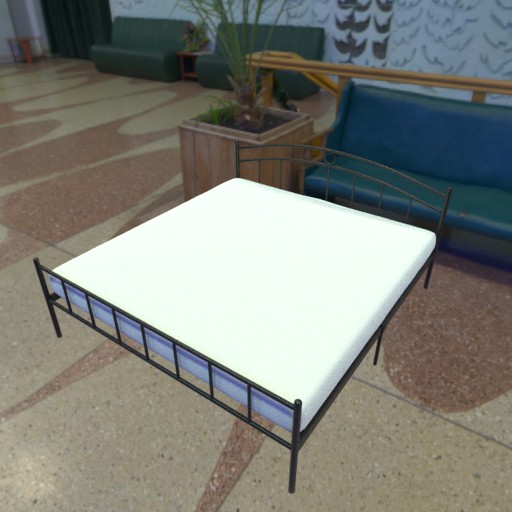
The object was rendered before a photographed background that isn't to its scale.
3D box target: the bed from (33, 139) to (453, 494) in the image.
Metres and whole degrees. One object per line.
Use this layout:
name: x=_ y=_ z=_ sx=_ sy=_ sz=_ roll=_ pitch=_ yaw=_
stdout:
bed: x=0.000 y=0.000 z=3.006 sx=1.880 sy=0.940 sz=2.040 roll=21 pitch=37 yaw=30
